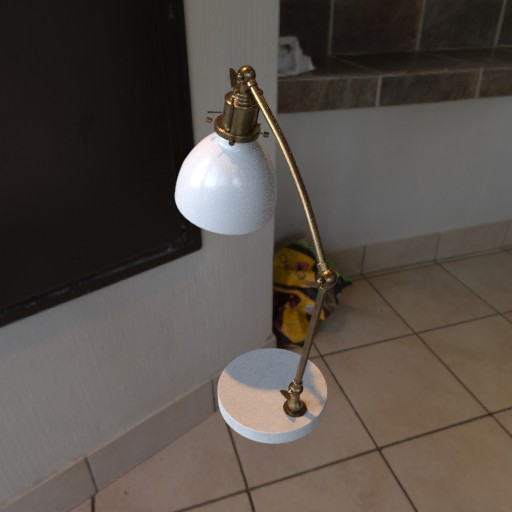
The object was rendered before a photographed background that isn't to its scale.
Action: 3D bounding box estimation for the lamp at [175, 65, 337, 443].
[{"bbox_3d":[0.000,0.000,0.663,0.186,0.522,0.317,-21,37,-30],"label":"lamp"}]
